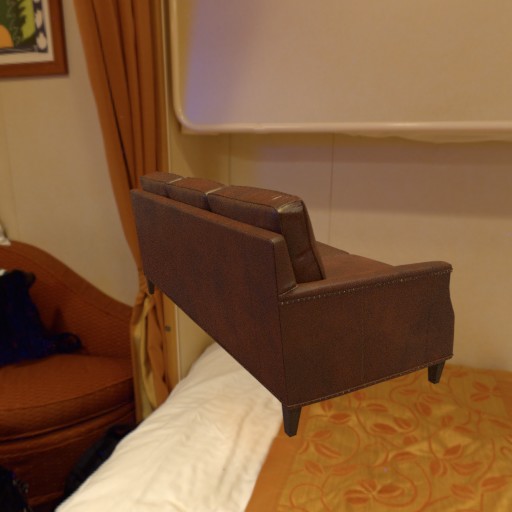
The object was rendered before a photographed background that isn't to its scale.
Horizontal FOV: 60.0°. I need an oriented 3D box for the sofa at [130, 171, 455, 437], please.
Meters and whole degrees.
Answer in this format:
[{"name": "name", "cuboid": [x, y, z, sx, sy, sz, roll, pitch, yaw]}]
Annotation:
[{"name": "sofa", "cuboid": [0.000, 0.000, 2.851, 1.084, 1.003, 2.240, -8, 16, -28]}]
